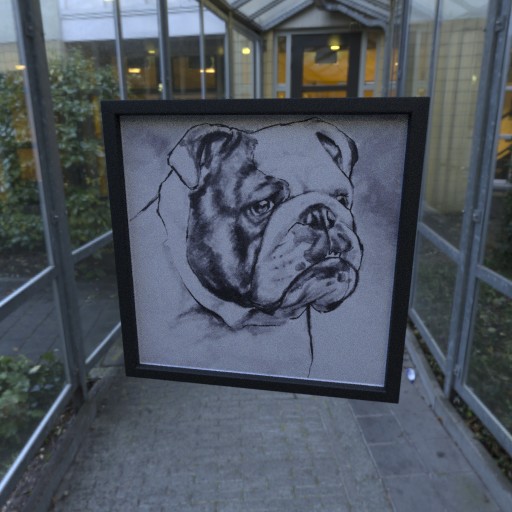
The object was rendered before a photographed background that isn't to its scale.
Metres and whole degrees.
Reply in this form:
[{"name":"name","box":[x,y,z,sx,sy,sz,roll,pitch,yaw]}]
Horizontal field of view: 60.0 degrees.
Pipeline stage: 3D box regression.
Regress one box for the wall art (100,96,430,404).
[{"name":"wall art","box":[0.000,0.000,0.677,0.456,0.453,0.022,3,16,10]}]
